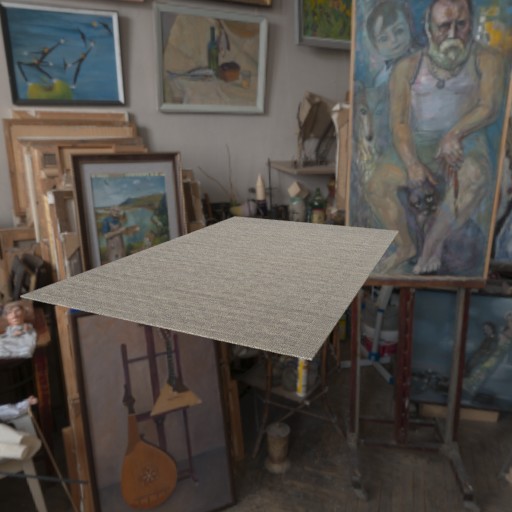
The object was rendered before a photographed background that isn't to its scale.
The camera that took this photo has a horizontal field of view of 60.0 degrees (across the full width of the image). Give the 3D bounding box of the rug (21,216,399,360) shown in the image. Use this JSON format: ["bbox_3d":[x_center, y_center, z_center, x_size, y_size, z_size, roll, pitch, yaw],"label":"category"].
[{"bbox_3d":[0.000,0.000,2.202,1.142,0.006,1.752,7,17,24],"label":"rug"}]
